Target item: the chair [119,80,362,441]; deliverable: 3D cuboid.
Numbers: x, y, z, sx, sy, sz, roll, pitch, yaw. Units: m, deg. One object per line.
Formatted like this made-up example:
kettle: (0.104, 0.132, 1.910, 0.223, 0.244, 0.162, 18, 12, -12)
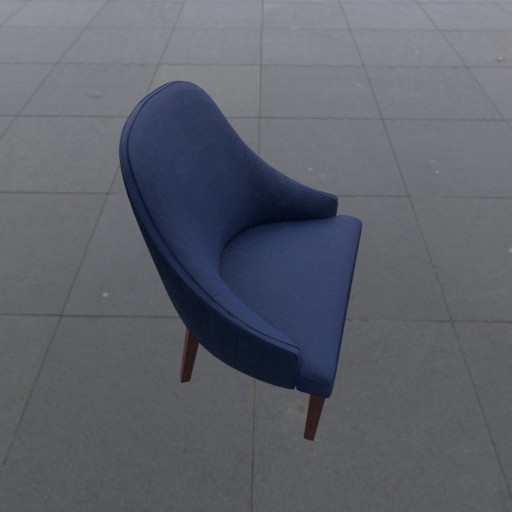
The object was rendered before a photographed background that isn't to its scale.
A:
chair: (0.000, 0.000, 1.296, 0.575, 0.889, 0.643, 12, 47, 11)
